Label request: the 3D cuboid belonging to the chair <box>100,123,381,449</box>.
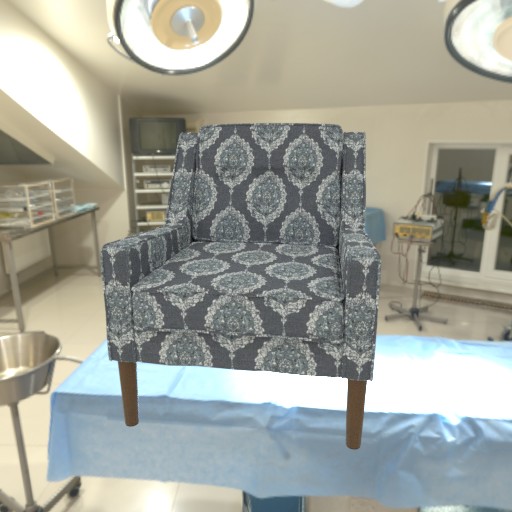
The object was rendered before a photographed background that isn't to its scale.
[{"bbox_3d":[0.000,0.000,1.343,0.663,0.792,0.743,2,15,9],"label":"chair"}]
